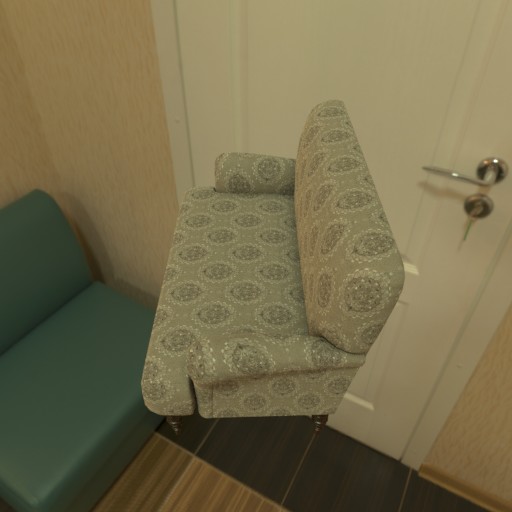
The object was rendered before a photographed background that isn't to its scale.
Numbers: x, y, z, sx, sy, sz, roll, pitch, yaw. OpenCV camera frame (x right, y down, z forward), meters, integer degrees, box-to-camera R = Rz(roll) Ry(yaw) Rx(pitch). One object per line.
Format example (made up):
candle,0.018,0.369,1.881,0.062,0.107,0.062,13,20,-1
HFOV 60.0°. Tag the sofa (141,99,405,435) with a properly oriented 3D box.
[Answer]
sofa,0.000,0.000,1.839,0.779,0.889,1.297,0,41,0
